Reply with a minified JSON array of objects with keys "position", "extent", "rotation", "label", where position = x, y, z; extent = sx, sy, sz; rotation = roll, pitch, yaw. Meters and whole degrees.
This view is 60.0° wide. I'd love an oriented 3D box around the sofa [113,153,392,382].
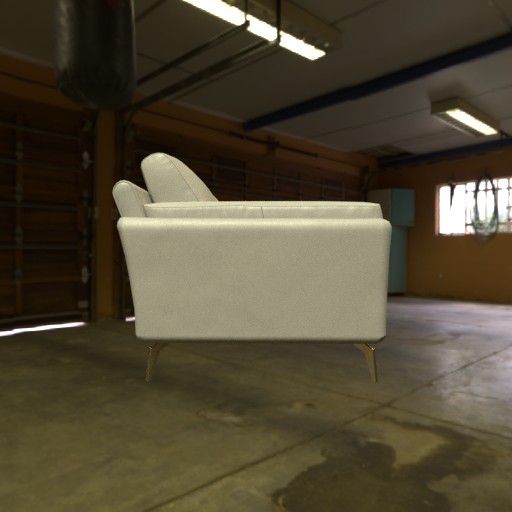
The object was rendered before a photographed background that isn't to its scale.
[{"position":[0.000,0.000,2.655],"extent":[1.049,0.930,2.101],"rotation":[0,0,1],"label":"sofa"}]
